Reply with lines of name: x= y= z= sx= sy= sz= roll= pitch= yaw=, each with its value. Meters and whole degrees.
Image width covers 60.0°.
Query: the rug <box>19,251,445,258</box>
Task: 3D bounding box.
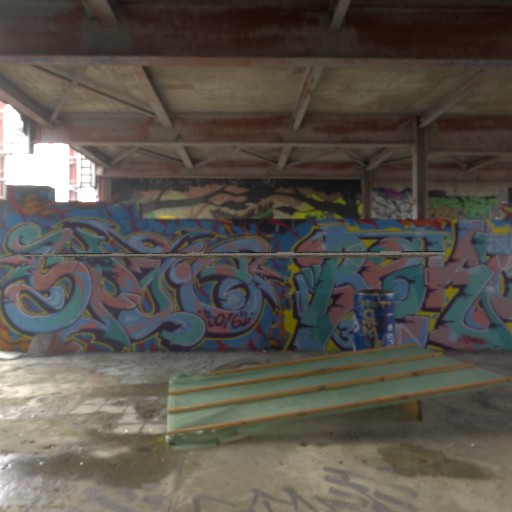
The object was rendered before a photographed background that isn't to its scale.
rug: x=0.000 y=0.000 z=4.112 sx=3.049 sy=0.021 sz=2.466 roll=0 pitch=-1 yaw=19
